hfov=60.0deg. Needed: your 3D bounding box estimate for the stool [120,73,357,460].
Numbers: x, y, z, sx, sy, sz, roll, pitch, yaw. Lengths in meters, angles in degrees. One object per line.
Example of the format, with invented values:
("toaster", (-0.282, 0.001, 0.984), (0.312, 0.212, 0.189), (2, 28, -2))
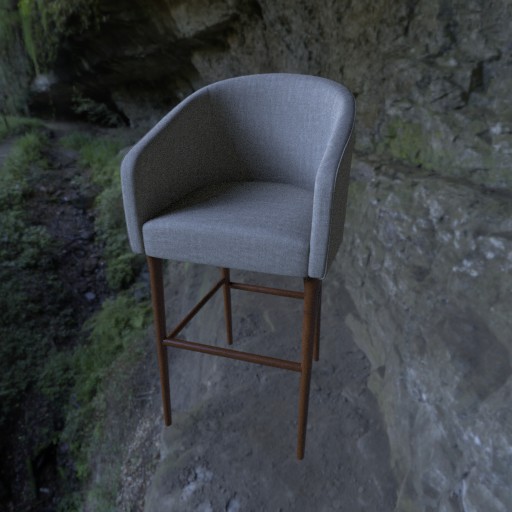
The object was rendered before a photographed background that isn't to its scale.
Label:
("stool", (0.000, 0.000, 1.439), (0.559, 1.078, 0.607), (7, 26, 16))
